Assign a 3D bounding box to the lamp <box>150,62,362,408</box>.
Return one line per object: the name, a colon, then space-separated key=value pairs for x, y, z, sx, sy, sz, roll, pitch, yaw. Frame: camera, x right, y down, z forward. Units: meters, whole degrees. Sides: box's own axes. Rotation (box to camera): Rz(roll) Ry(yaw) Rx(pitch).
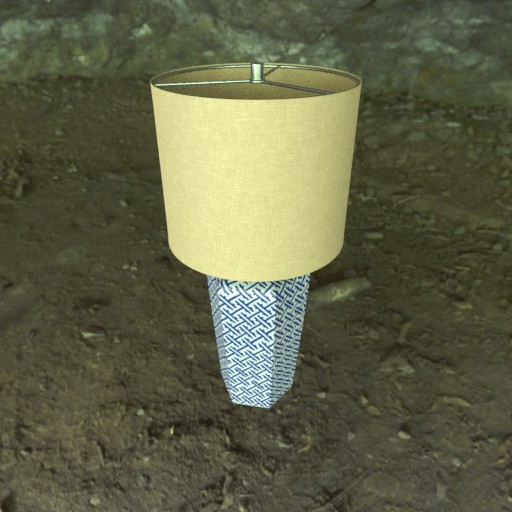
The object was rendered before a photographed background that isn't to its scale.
lamp: x=0.000 y=0.000 z=0.848 sx=0.320 sy=0.682 sz=0.320 roll=-8 pitch=32 yaw=-12
